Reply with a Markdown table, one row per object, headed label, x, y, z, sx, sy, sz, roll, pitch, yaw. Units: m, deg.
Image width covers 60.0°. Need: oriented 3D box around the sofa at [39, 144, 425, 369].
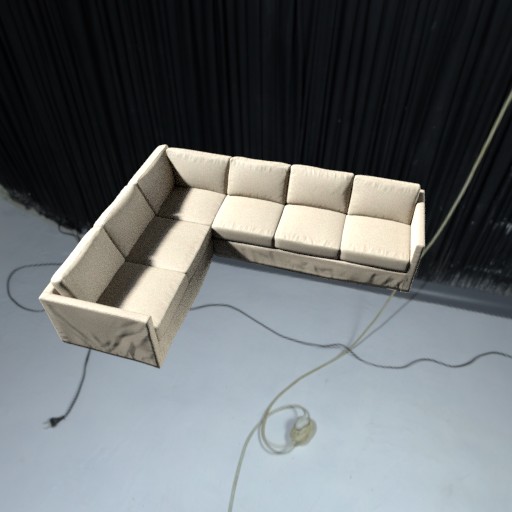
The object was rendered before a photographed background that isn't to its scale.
| label | x | y | z | sx | sy | sz | roll | pitch | yaw |
| --- | --- | --- | --- | --- | --- | --- | --- | --- | --- |
| sofa | 0.000 | 0.000 | 4.457 | 3.182 | 0.871 | 2.432 | 11 | 46 | 10 |
